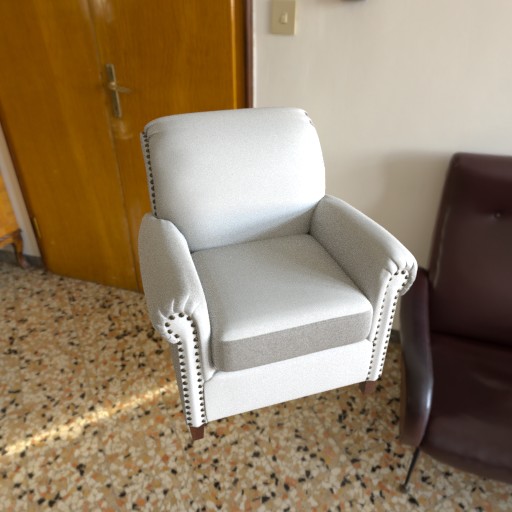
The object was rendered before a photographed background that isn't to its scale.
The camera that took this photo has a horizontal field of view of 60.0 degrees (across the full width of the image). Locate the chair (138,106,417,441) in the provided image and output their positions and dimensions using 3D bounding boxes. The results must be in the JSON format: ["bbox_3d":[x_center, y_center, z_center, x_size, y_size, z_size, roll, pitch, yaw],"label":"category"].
[{"bbox_3d":[0.000,0.000,1.680,0.854,0.927,0.890,-10,33,-15],"label":"chair"}]
